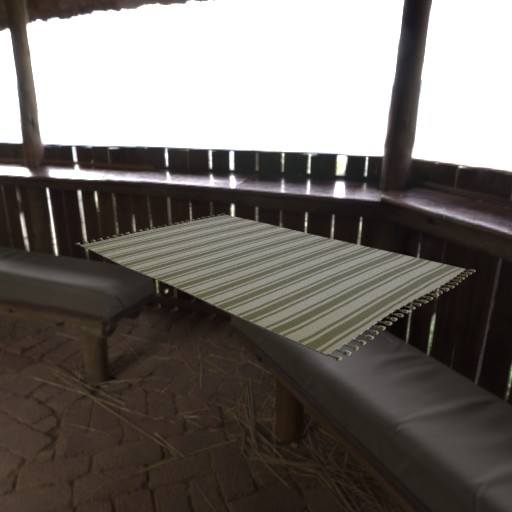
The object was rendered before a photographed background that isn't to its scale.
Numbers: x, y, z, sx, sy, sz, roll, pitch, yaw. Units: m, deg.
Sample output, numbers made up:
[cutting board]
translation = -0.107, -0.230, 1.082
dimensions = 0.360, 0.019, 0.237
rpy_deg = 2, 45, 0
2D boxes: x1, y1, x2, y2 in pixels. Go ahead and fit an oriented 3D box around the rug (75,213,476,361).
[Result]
[rug]
translation = 0.000, 0.000, 2.376
dimensions = 1.875, 0.013, 1.162
rpy_deg = 17, 24, 42
